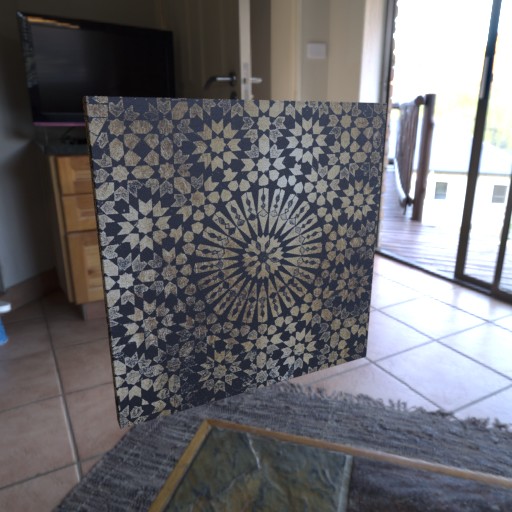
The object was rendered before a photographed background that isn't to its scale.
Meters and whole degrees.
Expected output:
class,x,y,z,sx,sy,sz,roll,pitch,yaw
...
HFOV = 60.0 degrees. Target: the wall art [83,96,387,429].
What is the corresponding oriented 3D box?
class,x,y,z,sx,sy,sz,roll,pitch,yaw
wall art,0.000,0.000,0.922,0.612,0.612,0.038,-8,19,-26
